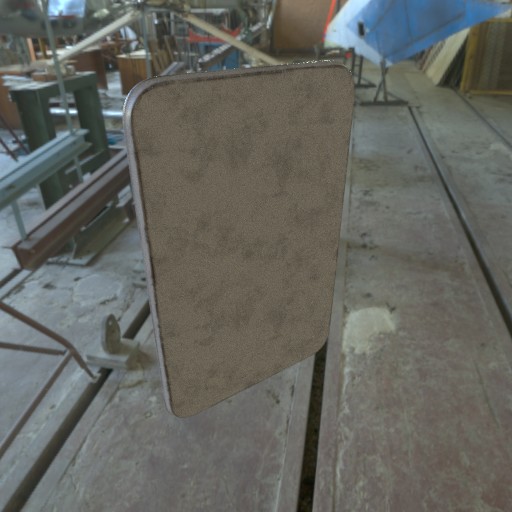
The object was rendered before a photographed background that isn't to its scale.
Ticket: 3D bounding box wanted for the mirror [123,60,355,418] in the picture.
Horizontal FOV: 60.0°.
[{"bbox_3d":[0.000,0.000,0.903,0.461,0.713,0.024,-19,35,-29],"label":"mirror"}]
